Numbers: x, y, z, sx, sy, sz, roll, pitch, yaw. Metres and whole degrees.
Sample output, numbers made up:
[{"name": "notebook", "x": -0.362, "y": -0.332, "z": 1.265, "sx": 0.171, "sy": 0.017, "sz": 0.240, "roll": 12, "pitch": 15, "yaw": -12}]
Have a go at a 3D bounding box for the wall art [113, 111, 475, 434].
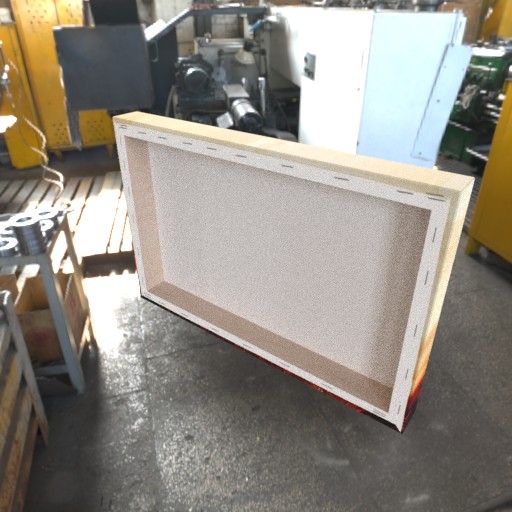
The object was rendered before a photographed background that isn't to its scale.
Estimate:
[{"name": "wall art", "x": 0.000, "y": 0.000, "z": 0.480, "sx": 0.383, "sy": 0.251, "sz": 0.037, "roll": 20, "pitch": 36, "yaw": 31}]
